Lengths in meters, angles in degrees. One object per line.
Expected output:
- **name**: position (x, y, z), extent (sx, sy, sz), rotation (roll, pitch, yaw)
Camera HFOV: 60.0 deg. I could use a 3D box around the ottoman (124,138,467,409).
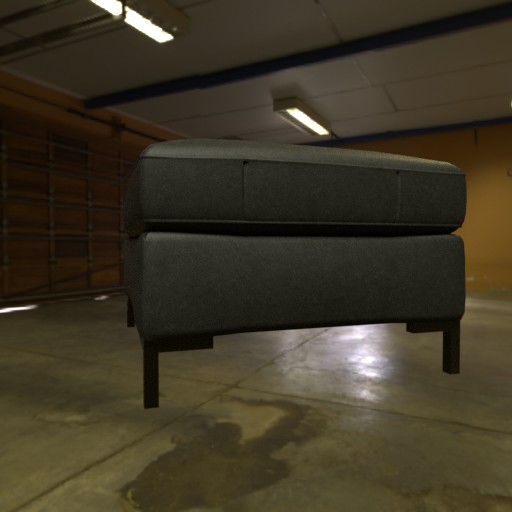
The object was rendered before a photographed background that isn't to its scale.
- **ottoman**: position (0.000, 0.000, 1.734), extent (0.967, 0.696, 1.187), rotation (0, 2, -18)
